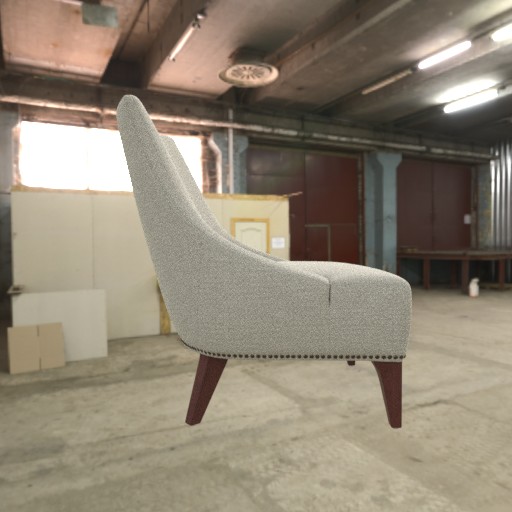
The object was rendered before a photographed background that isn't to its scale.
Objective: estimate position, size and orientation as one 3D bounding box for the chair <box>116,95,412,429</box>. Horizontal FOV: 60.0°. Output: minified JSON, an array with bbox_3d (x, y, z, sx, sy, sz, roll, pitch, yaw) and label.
[{"bbox_3d":[0.000,0.000,1.491,0.861,0.909,0.701,0,2,1],"label":"chair"}]
